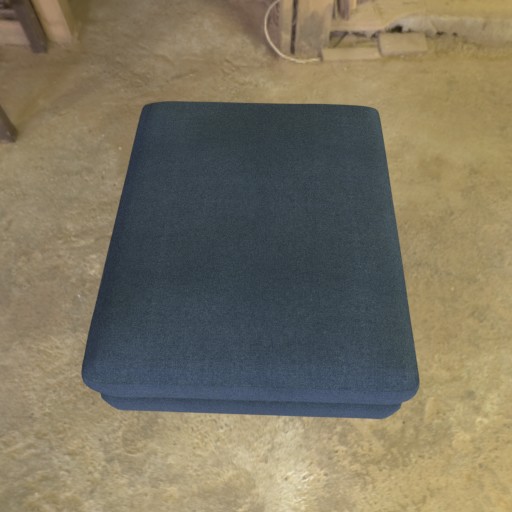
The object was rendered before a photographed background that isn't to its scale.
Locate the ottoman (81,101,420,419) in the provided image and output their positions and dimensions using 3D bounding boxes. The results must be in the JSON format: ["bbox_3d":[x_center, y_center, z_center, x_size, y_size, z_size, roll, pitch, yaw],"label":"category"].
[{"bbox_3d":[0.000,0.000,1.227,0.693,0.474,0.821,2,60,1],"label":"ottoman"}]
